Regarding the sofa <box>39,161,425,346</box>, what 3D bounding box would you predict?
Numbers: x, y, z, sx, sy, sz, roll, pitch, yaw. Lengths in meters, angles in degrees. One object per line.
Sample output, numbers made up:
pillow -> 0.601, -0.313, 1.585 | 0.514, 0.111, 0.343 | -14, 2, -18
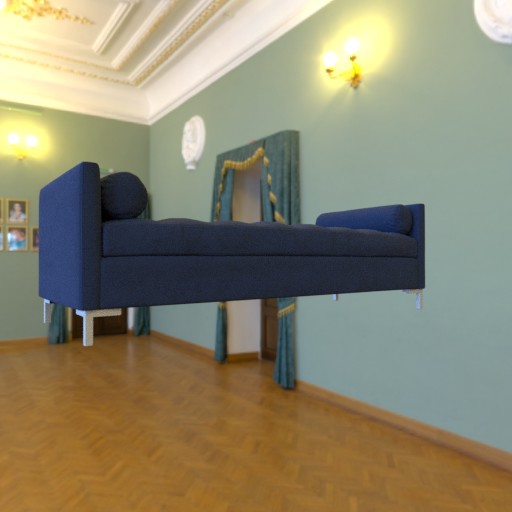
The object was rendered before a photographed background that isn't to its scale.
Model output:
sofa -> 0.000, 0.000, 2.469 | 2.102, 0.657, 0.797 | 0, -1, -36
